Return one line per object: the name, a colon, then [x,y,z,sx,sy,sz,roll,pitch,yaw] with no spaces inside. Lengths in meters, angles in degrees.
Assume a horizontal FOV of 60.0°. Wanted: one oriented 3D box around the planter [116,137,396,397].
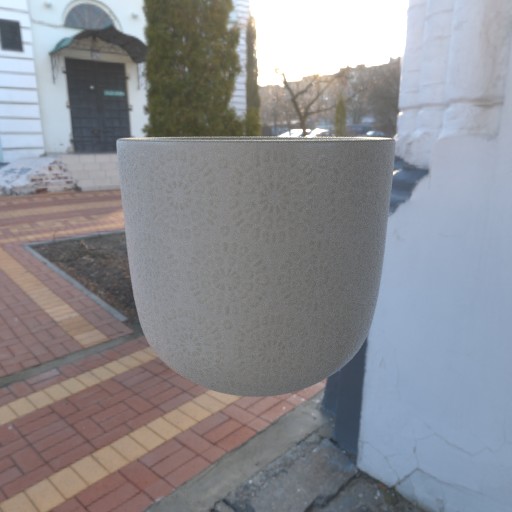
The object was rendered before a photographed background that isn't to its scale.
planter: [0.000,0.000,0.369,0.208,0.190,0.208,0,16,0]
